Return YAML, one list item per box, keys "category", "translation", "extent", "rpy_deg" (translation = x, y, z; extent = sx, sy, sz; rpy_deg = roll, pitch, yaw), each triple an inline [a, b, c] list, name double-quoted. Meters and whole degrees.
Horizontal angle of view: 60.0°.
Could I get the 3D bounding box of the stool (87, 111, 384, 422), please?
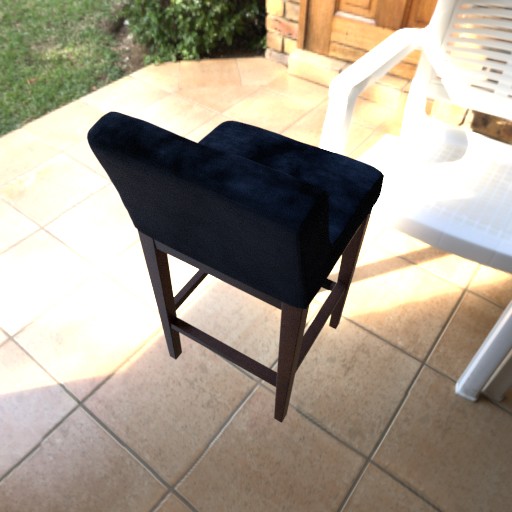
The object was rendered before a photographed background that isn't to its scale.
- category: "stool"
  translation: [0.000, 0.000, 1.273]
  extent: [0.511, 0.945, 0.516]
  rpy_deg: [25, 52, 21]
